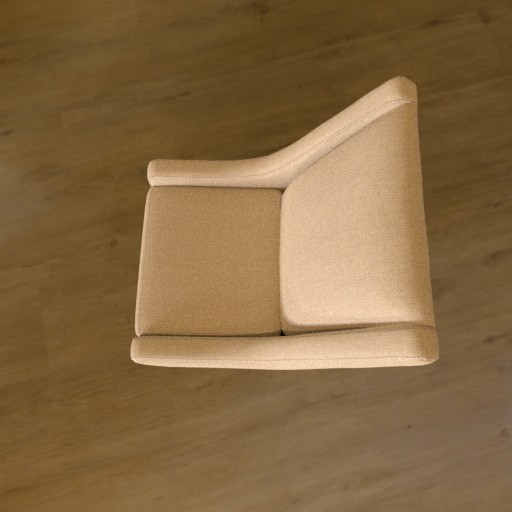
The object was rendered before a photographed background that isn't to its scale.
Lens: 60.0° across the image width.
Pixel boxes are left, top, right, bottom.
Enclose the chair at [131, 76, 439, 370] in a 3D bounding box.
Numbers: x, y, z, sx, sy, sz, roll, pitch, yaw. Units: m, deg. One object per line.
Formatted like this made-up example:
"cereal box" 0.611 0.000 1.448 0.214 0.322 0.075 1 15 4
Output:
"chair" 0.000 0.000 1.573 0.870 1.014 0.774 1 75 0
